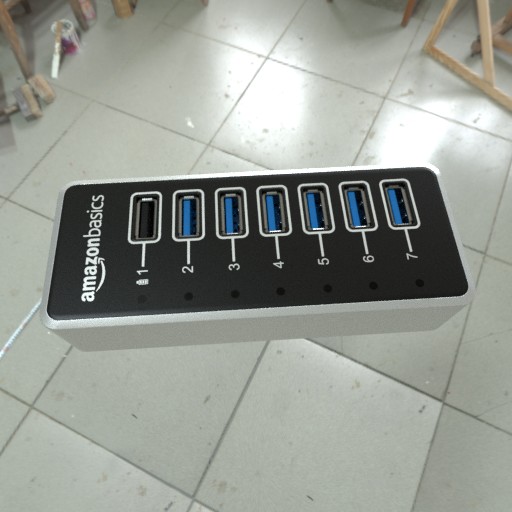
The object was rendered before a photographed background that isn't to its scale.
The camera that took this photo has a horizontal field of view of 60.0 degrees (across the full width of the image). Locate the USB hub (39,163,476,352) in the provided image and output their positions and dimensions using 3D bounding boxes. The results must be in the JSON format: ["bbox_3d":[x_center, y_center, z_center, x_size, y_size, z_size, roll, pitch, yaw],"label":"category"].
[{"bbox_3d":[0.000,0.000,0.128,0.110,0.023,0.044,-3,64,-2],"label":"USB hub"}]
